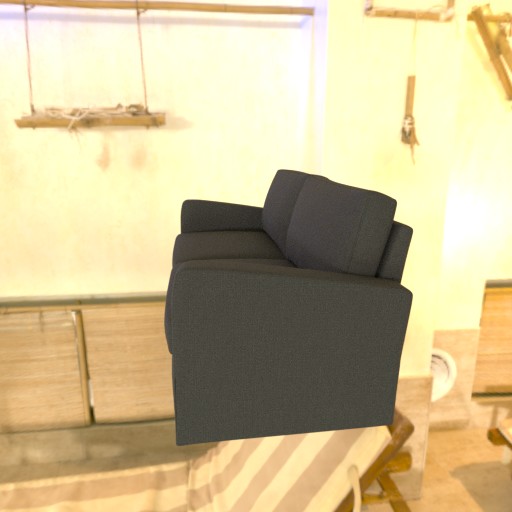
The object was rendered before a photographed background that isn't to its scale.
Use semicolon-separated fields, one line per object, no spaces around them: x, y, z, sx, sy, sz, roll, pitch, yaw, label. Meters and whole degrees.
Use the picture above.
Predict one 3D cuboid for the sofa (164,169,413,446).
0.000;0.000;2.336;0.898;0.839;1.852;-2;14;-8;sofa
